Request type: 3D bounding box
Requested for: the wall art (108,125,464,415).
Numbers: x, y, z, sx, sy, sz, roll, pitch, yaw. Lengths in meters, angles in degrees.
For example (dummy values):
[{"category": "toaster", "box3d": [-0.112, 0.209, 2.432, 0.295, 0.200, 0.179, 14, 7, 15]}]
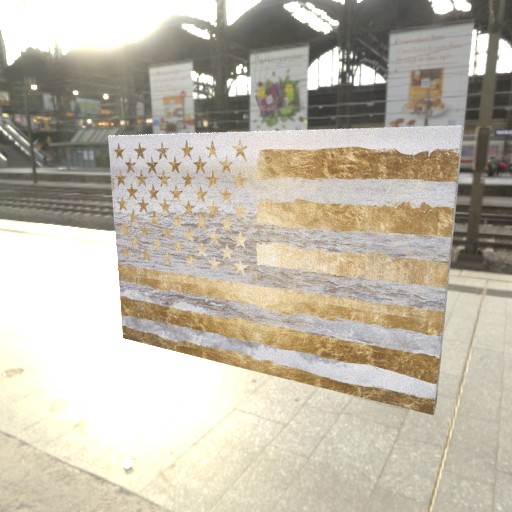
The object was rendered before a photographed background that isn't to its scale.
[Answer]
[{"category": "wall art", "box3d": [0.000, 0.000, 0.756, 0.606, 0.407, 0.041, 6, 14, 27]}]
